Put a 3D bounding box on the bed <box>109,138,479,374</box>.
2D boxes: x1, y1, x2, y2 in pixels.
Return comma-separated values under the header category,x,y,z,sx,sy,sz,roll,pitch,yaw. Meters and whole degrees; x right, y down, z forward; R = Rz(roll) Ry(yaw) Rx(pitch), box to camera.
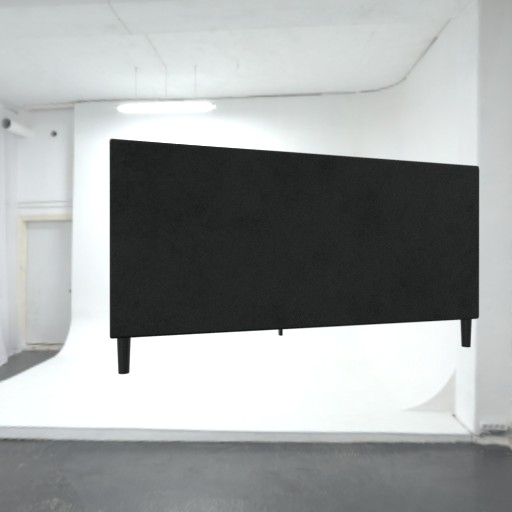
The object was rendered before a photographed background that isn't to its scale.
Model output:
category,x,y,z,sx,sy,sz,roll,pitch,yaw
bed,0.000,0.000,3.263,2.018,1.046,2.152,0,0,-18
